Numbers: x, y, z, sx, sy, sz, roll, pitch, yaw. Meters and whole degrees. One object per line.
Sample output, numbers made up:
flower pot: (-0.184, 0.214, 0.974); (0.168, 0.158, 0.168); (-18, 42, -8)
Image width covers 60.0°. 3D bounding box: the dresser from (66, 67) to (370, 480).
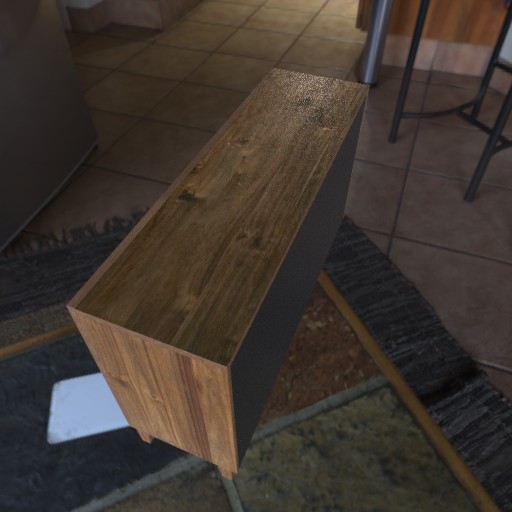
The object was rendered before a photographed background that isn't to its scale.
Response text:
dresser: (0.000, 0.000, 1.778); (0.446, 0.873, 1.400); (17, 49, 15)
